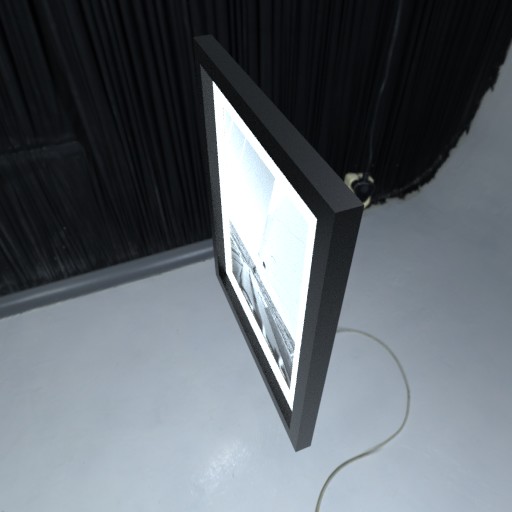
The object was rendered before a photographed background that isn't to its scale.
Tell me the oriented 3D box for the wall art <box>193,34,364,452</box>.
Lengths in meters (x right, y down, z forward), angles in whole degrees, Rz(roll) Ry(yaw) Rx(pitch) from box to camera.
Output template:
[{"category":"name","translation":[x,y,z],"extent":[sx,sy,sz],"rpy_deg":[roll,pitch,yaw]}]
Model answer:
[{"category":"wall art","translation":[0.000,0.000,0.750],"extent":[0.031,0.558,0.461],"rpy_deg":[-16,48,-15]}]
